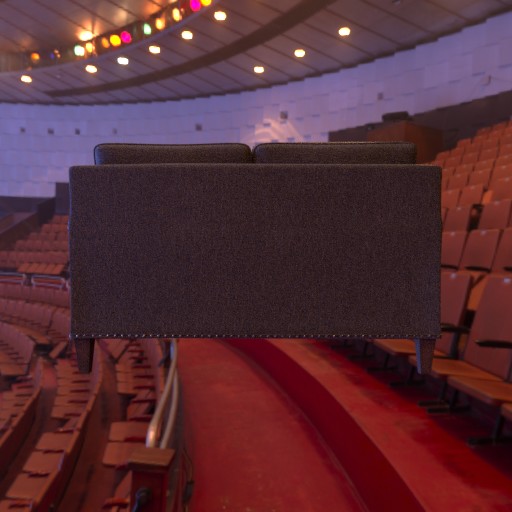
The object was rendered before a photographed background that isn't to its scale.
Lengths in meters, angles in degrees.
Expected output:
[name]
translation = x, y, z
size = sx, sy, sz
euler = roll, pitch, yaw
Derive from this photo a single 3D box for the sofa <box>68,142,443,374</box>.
[sofa]
translation = 0.000, 0.000, 2.297
size = 1.597, 1.003, 1.084
euler = 0, -1, 0
